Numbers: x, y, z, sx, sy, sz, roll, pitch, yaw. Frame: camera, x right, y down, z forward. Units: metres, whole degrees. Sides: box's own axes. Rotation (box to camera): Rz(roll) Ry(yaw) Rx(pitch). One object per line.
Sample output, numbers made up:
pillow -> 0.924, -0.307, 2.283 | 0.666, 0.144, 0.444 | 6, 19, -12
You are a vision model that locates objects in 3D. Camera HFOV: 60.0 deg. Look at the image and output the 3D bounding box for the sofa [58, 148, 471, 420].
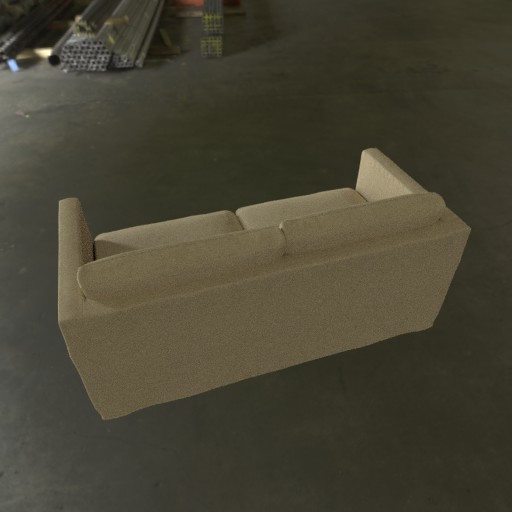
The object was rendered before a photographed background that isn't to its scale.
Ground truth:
sofa -> 0.000, 0.000, 2.454 | 1.959, 0.835, 0.962 | -12, 42, -14
